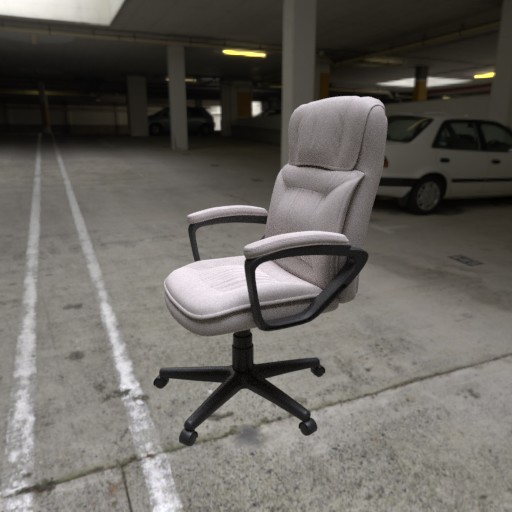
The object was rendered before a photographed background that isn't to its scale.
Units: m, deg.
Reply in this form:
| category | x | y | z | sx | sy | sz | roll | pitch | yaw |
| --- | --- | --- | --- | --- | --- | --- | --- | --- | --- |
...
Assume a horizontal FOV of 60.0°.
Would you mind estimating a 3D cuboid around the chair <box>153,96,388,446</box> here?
| category | x | y | z | sx | sy | sz | roll | pitch | yaw |
| --- | --- | --- | --- | --- | --- | --- | --- | --- | --- |
| chair | 0.000 | 0.000 | 1.603 | 0.724 | 1.105 | 0.667 | -7 | 17 | -24 |
